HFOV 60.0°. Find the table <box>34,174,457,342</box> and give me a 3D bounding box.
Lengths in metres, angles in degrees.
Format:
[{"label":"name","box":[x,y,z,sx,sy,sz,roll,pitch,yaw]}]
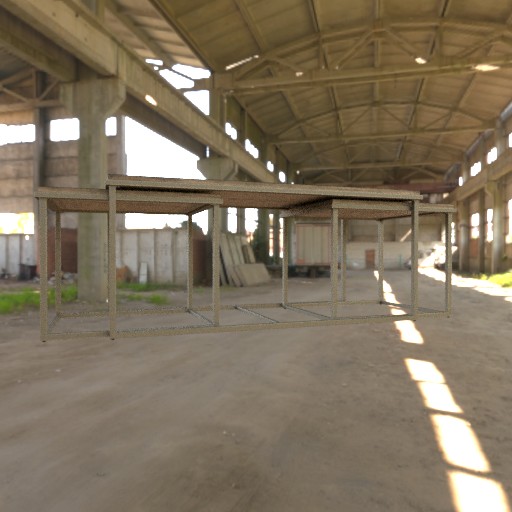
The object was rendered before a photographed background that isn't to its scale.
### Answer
[{"label":"table","box":[0.000,0.000,1.516,1.312,0.427,0.489,0,1,-19]}]
